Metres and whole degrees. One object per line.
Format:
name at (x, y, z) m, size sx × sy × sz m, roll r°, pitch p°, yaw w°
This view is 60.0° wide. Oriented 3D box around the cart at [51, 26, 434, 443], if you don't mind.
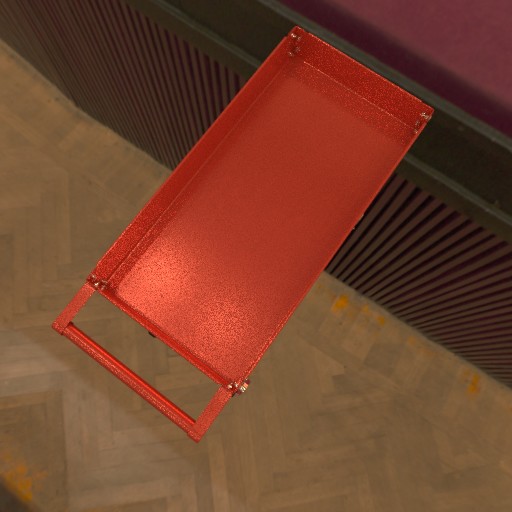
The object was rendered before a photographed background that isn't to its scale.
cart at (0.000, 0.000, 1.175) m, size 0.366 × 0.719 × 0.779 m, roll 35°, pitch 79°, yaw 8°
